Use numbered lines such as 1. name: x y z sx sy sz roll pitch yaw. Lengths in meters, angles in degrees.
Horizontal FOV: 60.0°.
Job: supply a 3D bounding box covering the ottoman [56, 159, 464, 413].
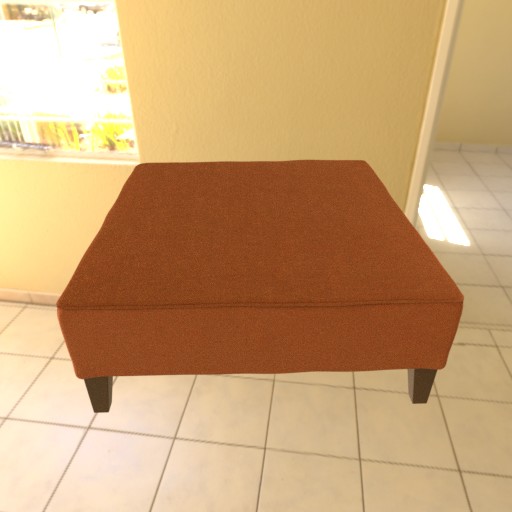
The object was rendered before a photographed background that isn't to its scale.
1. ottoman: 0.000 0.000 1.554 0.997 0.438 0.999 -1 31 -2
